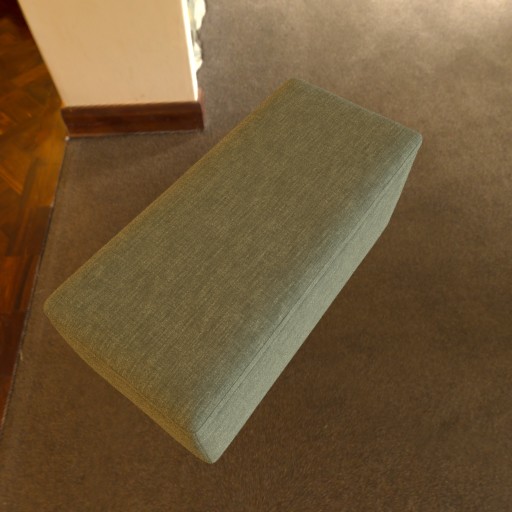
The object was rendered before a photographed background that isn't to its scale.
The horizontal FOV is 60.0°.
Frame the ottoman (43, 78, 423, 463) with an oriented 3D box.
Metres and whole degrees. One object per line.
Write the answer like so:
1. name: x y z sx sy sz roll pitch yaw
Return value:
1. ottoman: 0.000 0.000 1.138 0.419 0.432 0.902 32 63 18
